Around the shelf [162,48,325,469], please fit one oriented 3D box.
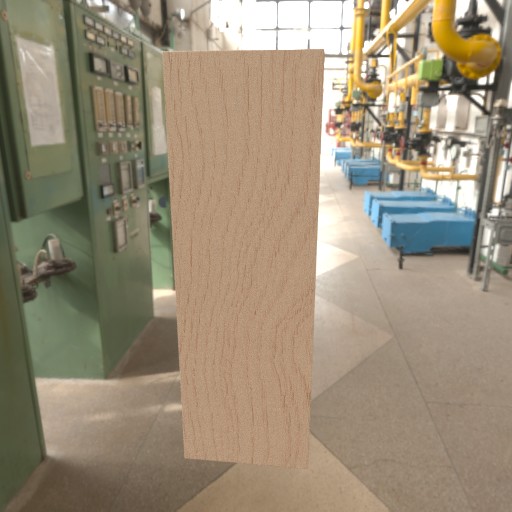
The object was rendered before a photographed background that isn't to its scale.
[{"bbox_3d":[0.000,0.000,0.754,0.200,0.600,0.290,2,17,6],"label":"shelf"}]
